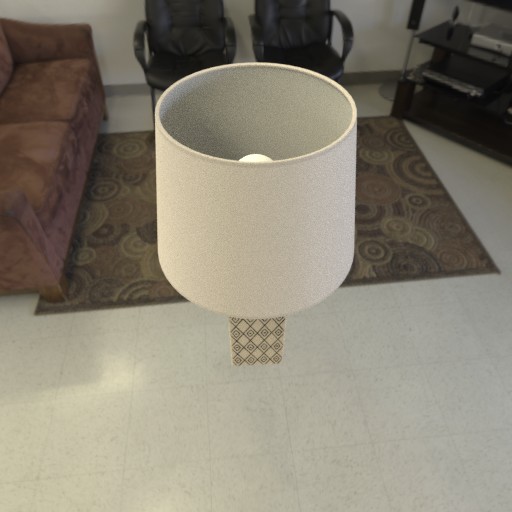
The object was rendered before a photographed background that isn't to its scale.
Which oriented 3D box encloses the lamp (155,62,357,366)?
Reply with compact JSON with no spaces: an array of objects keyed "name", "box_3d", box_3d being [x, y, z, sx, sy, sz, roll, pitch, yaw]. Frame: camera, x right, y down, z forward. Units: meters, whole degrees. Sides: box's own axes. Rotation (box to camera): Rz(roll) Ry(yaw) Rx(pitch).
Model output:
[{"name":"lamp","box_3d":[0.000,0.000,0.597,0.251,0.435,0.251,0,47,0]}]
